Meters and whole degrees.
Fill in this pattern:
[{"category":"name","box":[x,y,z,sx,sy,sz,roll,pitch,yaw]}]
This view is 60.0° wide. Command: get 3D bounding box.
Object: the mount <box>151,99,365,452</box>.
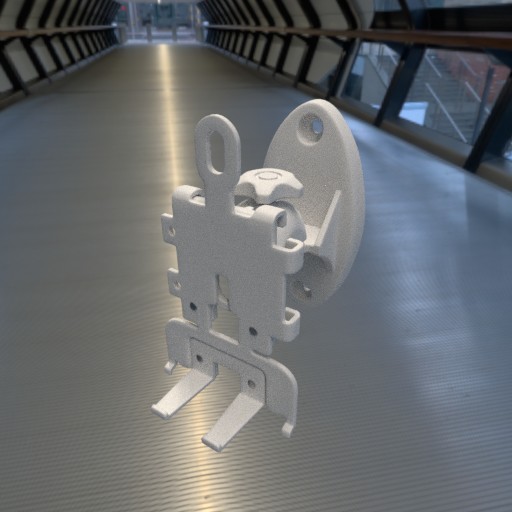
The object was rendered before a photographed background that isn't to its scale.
[{"category":"mount","box":[0.000,0.000,0.179,0.066,0.118,0.100,18,33,29]}]
